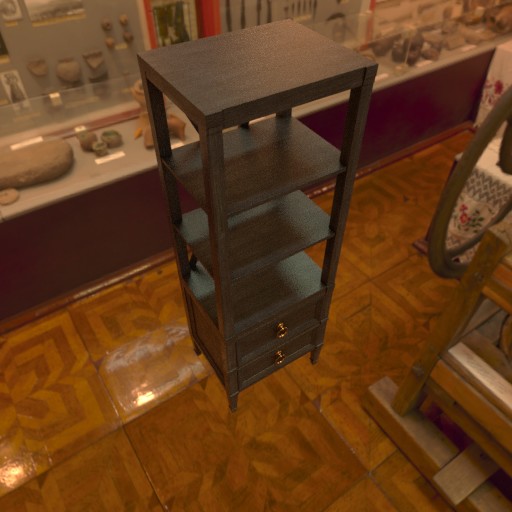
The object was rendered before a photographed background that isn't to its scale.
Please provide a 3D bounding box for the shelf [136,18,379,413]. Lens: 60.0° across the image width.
[{"bbox_3d":[0.000,0.000,1.971,0.584,1.727,0.472,-24,51,-22],"label":"shelf"}]
